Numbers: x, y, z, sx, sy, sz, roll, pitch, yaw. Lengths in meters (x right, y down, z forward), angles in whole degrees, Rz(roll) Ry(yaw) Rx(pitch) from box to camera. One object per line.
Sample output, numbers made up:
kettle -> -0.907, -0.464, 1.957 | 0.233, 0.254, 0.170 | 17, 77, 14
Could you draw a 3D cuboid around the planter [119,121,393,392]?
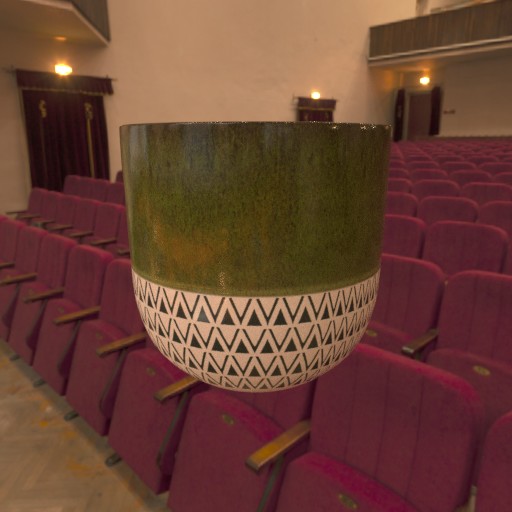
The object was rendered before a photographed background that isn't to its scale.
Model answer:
planter -> 0.000, 0.000, 0.482 | 0.266, 0.270, 0.266 | 0, 15, 0
